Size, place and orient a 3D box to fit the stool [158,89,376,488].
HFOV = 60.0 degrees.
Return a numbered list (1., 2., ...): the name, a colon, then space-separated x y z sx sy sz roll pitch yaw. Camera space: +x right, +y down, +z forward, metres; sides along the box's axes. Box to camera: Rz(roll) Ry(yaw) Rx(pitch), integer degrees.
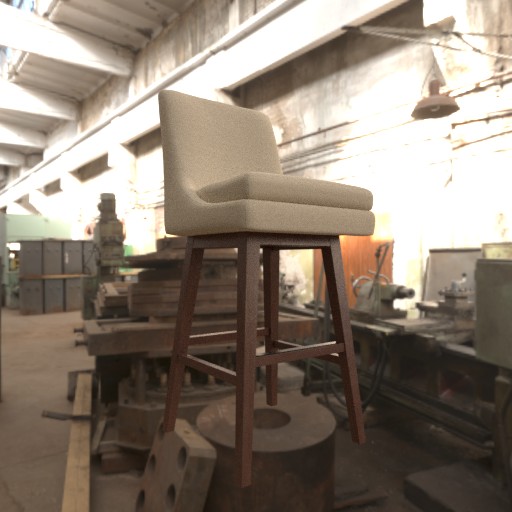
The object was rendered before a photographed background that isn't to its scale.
1. stool: 0.000 0.000 1.364 0.483 1.093 0.559 0 0 -36
